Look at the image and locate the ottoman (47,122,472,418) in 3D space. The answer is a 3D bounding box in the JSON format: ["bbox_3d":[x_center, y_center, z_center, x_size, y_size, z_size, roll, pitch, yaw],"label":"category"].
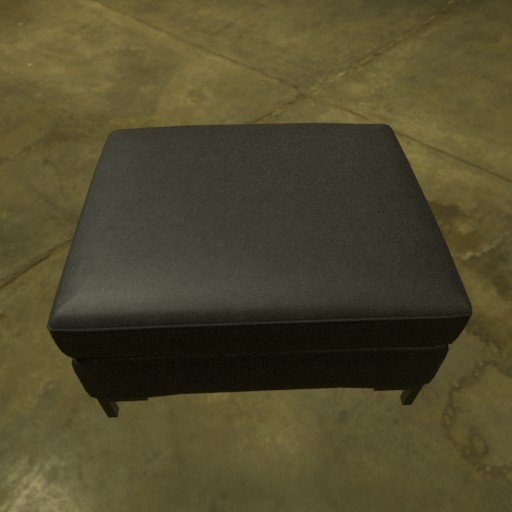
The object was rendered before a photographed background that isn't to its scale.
[{"bbox_3d":[0.000,0.000,1.709,1.187,0.696,0.967,-2,48,-2],"label":"ottoman"}]
